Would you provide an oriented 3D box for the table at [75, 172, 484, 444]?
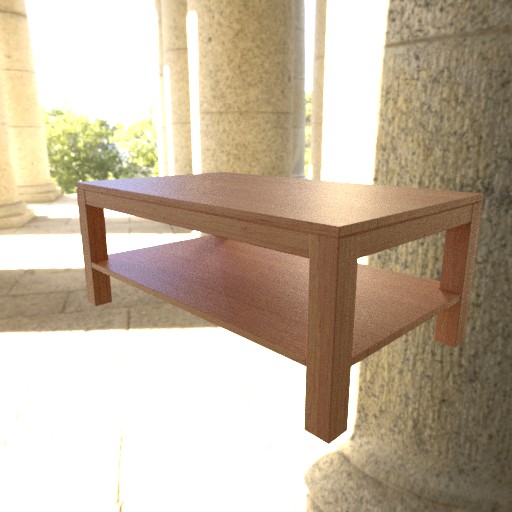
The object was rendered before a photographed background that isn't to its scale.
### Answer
[{"bbox_3d":[0.000,0.000,1.484,0.695,0.457,1.146,-14,20,-42],"label":"table"}]
